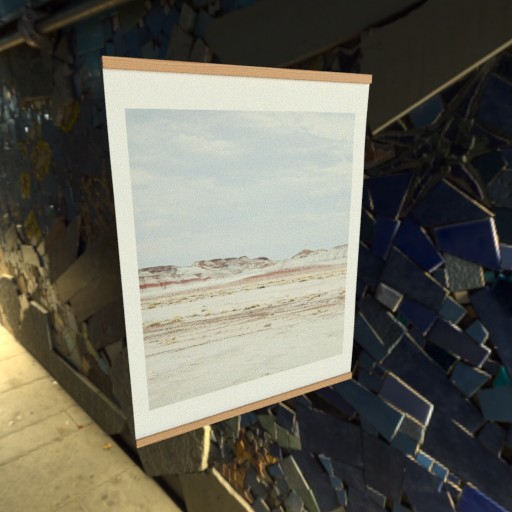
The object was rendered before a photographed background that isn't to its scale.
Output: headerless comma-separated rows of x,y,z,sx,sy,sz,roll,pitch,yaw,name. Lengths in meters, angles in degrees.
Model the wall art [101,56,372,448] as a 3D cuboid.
0.000,0.000,0.768,0.458,0.605,0.011,-8,18,-27,wall art
